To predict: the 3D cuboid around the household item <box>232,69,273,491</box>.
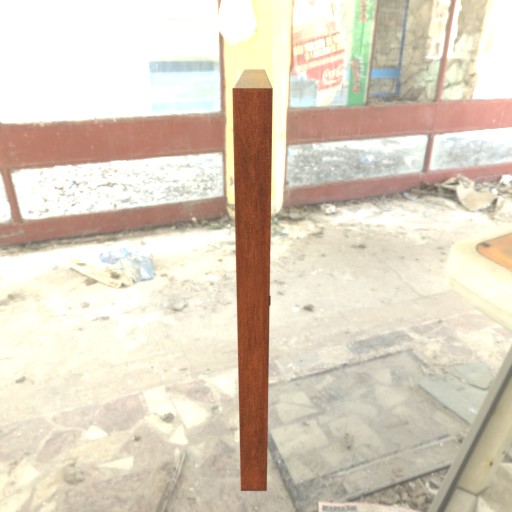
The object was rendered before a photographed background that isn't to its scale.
[{"bbox_3d":[0.000,0.000,0.331,0.020,0.250,0.200,0,25,0],"label":"household item"}]
